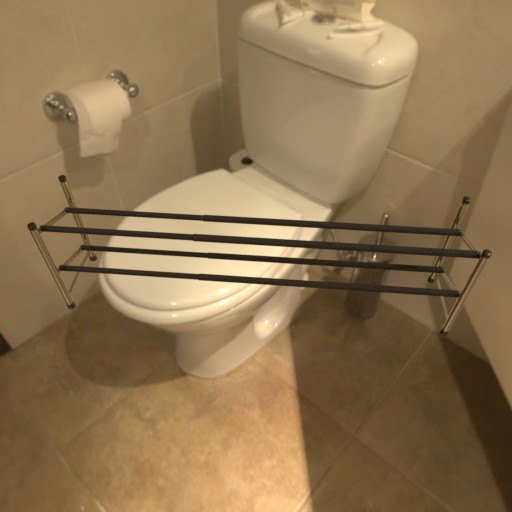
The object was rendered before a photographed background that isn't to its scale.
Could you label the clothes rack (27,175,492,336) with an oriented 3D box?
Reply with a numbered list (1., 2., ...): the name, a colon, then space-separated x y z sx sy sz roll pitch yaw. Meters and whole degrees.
1. clothes rack: 0.000 0.000 1.303 1.168 0.349 0.229 4 47 3
